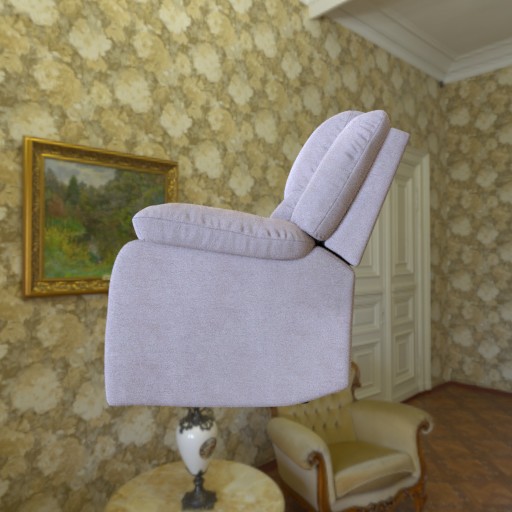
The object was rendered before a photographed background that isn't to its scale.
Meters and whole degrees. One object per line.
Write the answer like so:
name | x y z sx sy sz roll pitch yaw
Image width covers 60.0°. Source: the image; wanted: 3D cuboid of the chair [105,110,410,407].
chair | 0.000 0.000 1.718 0.944 1.008 0.899 0 -1 1
